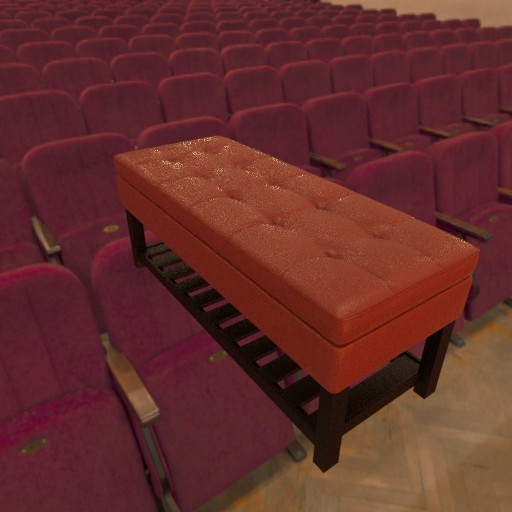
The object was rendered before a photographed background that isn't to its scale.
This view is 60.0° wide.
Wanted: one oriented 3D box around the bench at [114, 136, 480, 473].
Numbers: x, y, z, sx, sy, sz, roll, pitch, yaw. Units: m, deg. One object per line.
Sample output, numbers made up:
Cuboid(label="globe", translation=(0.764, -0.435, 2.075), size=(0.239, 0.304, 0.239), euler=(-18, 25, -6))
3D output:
Cuboid(label="bench", translation=(0.000, 0.000, 1.340), size=(0.432, 0.460, 1.105), euler=(-20, 36, -30))
